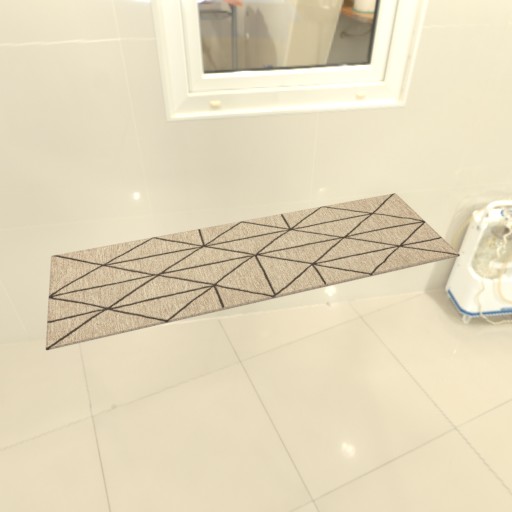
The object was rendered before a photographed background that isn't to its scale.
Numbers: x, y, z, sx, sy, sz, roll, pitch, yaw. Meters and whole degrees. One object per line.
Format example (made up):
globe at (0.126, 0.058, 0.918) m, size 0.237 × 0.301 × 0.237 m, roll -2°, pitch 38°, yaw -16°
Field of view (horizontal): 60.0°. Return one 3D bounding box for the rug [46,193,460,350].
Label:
rug at (0.000, 0.000, 2.767) m, size 2.438 × 0.012 × 0.762 m, roll -11°, pitch 41°, yaw -13°
